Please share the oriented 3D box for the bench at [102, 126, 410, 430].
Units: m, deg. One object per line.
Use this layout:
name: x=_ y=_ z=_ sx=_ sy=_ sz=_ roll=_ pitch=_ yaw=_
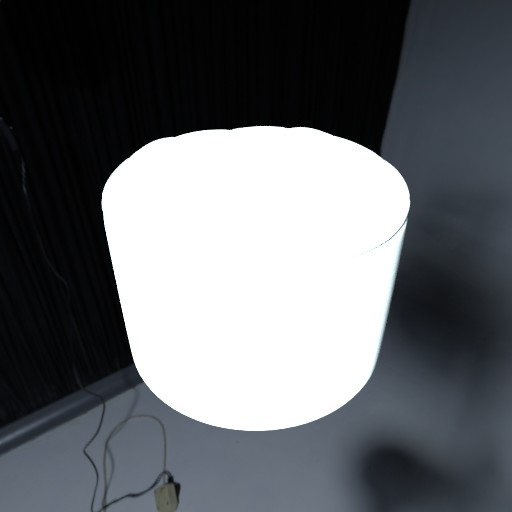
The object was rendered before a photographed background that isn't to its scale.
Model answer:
bench: x=0.000 y=0.000 z=0.985 sx=0.600 sy=0.453 sz=0.600 roll=0 pitch=33 yaw=0
